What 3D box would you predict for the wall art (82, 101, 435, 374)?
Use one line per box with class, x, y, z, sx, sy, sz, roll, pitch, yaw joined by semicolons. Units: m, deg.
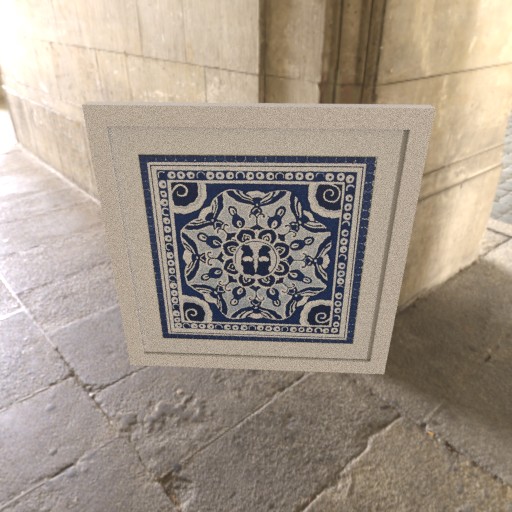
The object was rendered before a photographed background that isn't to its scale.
wall art;0.000;0.000;0.850;0.559;0.559;0.028;1;30;3
